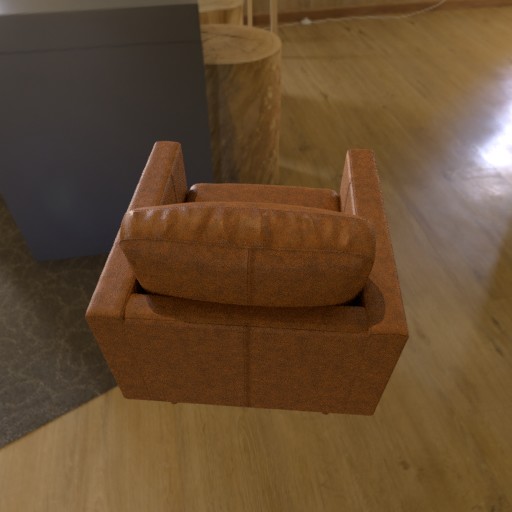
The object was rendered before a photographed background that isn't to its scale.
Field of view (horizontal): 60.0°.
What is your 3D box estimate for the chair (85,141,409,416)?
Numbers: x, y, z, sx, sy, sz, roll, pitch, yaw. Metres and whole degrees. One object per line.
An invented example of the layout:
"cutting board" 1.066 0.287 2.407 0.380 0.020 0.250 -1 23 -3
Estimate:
"chair" 0.000 0.000 1.659 0.890 0.956 0.909 3 47 3
